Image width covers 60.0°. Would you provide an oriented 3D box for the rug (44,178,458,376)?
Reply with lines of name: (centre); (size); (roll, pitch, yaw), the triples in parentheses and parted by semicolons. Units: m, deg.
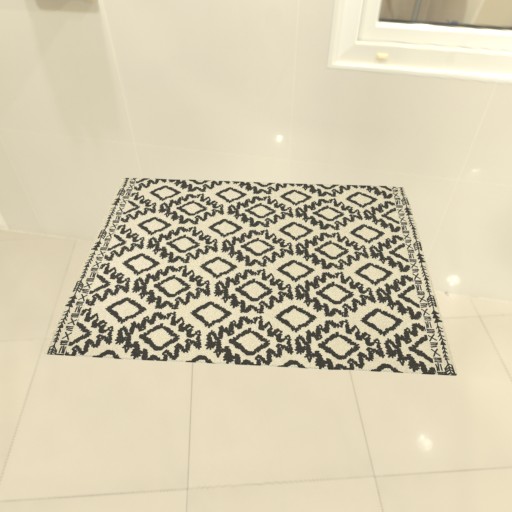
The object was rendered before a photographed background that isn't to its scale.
rug: (0.000, 0.000, 4.396); (3.369, 0.036, 2.444); (2, 46, 2)
